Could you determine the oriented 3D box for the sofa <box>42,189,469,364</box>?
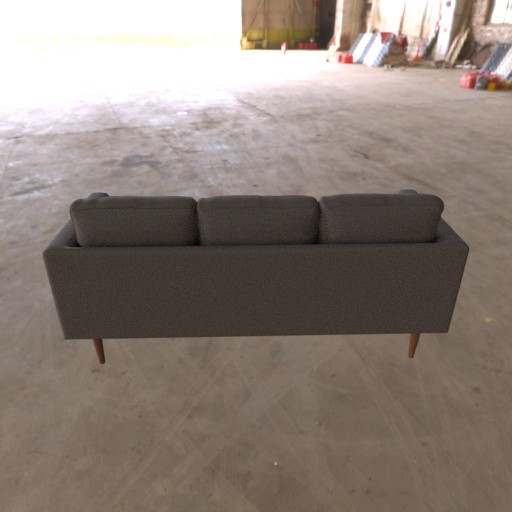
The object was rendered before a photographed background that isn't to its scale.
[{"bbox_3d":[0.000,0.000,2.539,2.029,0.912,0.802,-1,29,-1],"label":"sofa"}]
